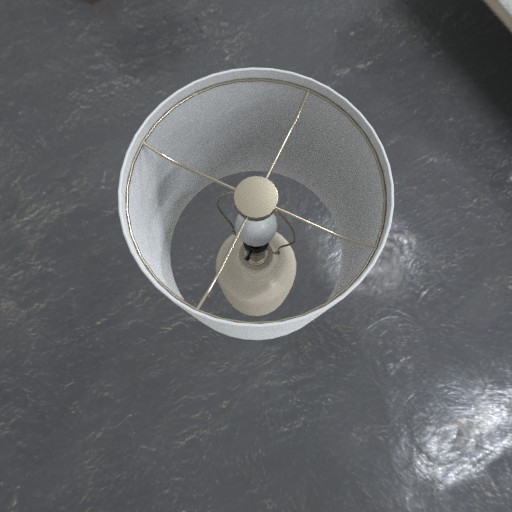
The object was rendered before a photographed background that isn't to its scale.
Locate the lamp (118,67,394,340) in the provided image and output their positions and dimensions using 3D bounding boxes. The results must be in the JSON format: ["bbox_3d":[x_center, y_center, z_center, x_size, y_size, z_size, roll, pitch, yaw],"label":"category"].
[{"bbox_3d":[0.000,0.000,0.585,0.220,0.475,0.220,39,80,8],"label":"lamp"}]
